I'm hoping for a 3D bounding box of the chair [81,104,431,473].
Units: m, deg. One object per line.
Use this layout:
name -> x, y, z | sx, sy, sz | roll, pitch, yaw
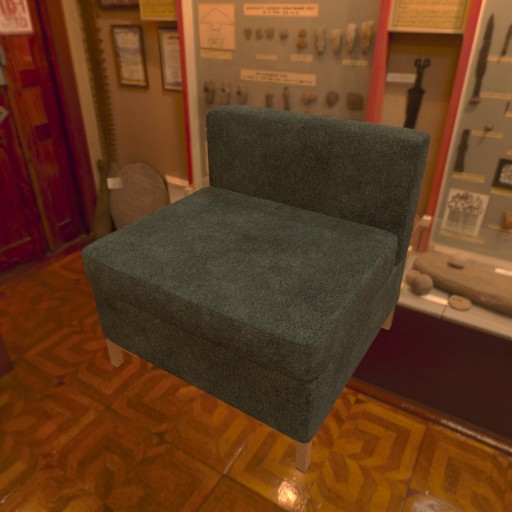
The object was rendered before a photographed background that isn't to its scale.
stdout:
chair -> 0.000, 0.000, 1.232 | 0.680, 0.660, 0.680 | 18, 35, 28
